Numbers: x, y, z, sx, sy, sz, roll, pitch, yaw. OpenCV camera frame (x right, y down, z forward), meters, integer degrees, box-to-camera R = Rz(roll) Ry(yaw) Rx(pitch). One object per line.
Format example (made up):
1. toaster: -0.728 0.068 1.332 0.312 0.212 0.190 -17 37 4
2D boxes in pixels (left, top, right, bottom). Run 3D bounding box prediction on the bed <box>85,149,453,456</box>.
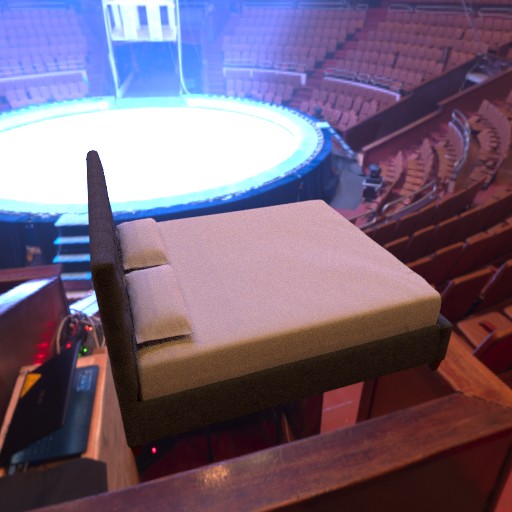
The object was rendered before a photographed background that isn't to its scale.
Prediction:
1. bed: 0.000 0.000 3.616 2.387 1.427 2.078 -10 31 -17
